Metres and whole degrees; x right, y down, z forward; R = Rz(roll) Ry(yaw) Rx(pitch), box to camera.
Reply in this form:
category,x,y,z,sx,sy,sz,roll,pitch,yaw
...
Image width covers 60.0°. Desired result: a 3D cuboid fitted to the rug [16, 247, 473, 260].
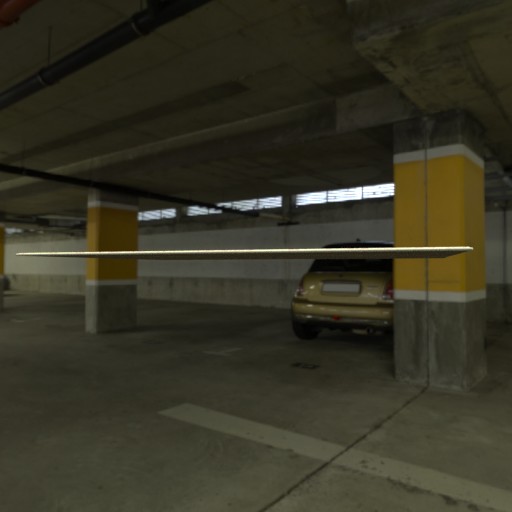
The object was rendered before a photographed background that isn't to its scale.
category,x,y,z,sx,sy,sz,roll,pitch,yaw
rug,0.000,0.000,3.344,2.746,0.018,1.819,-1,-2,19
